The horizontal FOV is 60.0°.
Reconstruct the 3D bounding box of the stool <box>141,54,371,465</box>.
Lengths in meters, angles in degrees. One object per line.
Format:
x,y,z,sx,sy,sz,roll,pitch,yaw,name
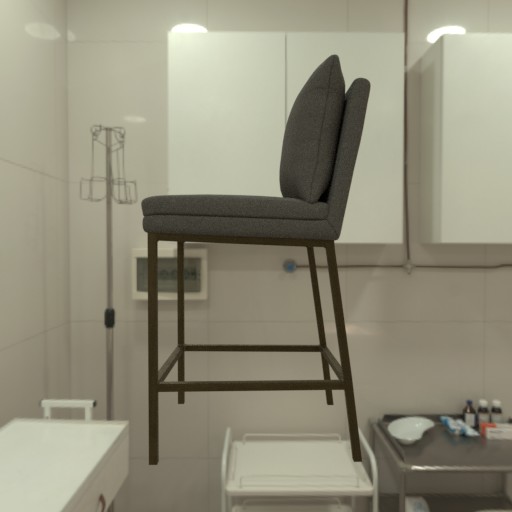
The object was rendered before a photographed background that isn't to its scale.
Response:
0.000,0.000,1.314,0.569,1.030,0.463,0,1,0,stool
